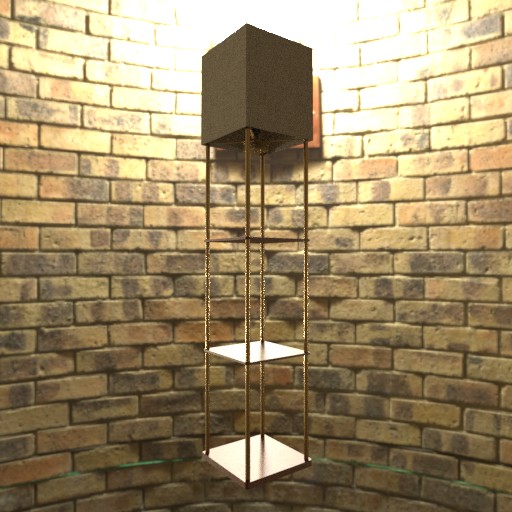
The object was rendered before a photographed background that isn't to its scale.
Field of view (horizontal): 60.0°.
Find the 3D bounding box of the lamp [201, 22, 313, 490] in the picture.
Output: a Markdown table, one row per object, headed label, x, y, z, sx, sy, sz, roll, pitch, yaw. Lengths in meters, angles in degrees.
| label | x | y | z | sx | sy | sz | roll | pitch | yaw |
| --- | --- | --- | --- | --- | --- | --- | --- | --- | --- |
| lamp | 0.000 | 0.000 | 1.699 | 0.308 | 1.569 | 0.310 | 0 | -1 | -36 |
